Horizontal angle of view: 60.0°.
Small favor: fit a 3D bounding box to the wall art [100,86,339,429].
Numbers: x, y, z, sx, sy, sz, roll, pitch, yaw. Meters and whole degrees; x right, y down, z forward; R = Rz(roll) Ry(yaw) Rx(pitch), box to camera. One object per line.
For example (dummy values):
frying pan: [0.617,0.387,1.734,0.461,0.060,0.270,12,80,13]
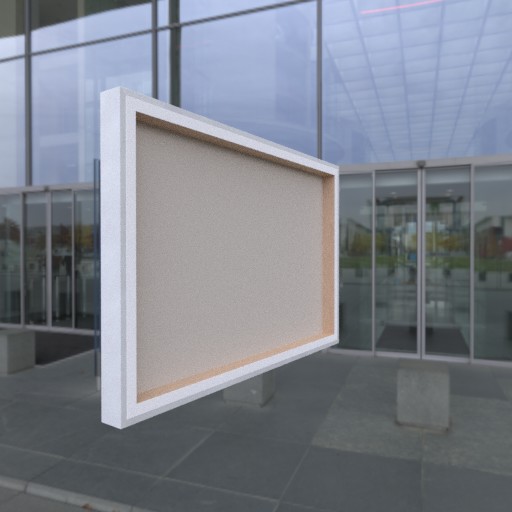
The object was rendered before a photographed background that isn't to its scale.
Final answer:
wall art: [0.000,0.000,0.785,0.038,0.407,0.609,0,1,35]
